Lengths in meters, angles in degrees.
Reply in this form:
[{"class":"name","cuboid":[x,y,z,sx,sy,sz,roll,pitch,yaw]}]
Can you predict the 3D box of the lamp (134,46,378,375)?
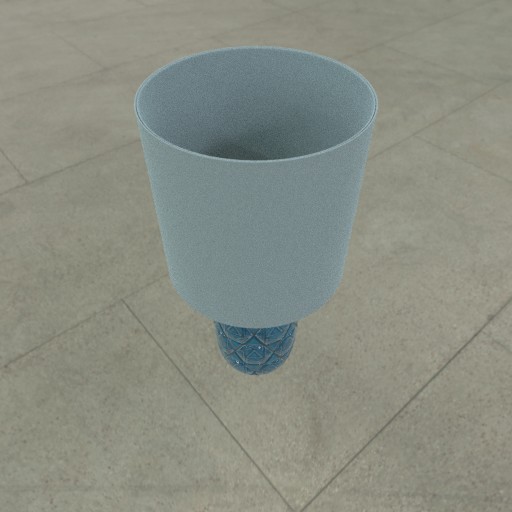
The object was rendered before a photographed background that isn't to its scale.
[{"class":"lamp","cuboid":[0.000,0.000,0.492,0.193,0.377,0.193,10,47,10]}]
